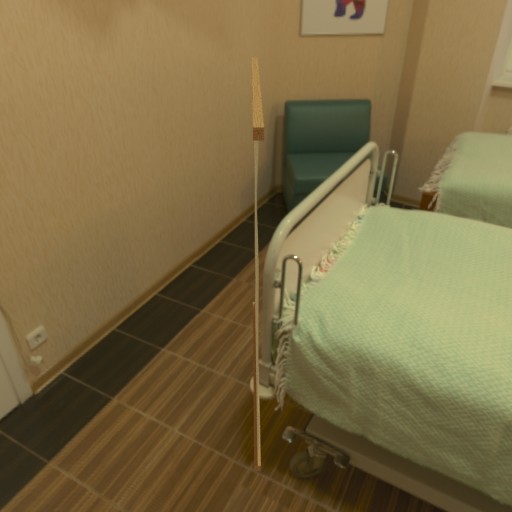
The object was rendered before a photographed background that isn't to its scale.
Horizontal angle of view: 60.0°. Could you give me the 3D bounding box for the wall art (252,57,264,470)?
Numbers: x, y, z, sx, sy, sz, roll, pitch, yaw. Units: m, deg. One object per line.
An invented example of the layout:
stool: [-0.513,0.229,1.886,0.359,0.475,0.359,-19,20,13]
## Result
wall art: [0.000,0.000,0.813,0.011,0.605,0.458,0,32,-1]
